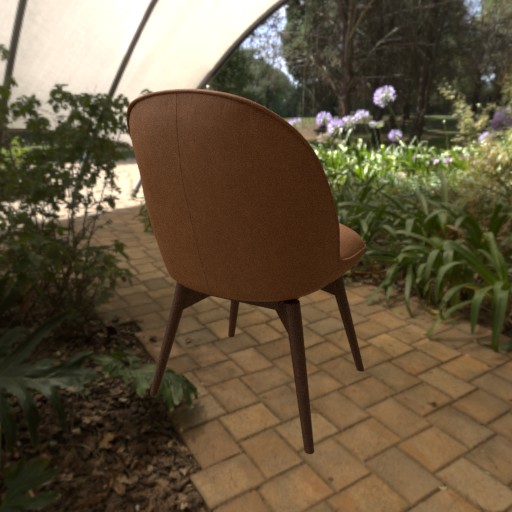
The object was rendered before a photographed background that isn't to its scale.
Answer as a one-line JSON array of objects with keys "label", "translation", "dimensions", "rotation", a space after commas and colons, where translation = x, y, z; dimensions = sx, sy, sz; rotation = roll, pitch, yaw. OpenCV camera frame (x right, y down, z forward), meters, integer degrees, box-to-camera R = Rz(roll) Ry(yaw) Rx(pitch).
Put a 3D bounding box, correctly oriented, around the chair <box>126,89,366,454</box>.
[{"label": "chair", "translation": [0.000, 0.000, 1.230], "dimensions": [0.521, 0.831, 0.631], "rotation": [9, 19, 28]}]
